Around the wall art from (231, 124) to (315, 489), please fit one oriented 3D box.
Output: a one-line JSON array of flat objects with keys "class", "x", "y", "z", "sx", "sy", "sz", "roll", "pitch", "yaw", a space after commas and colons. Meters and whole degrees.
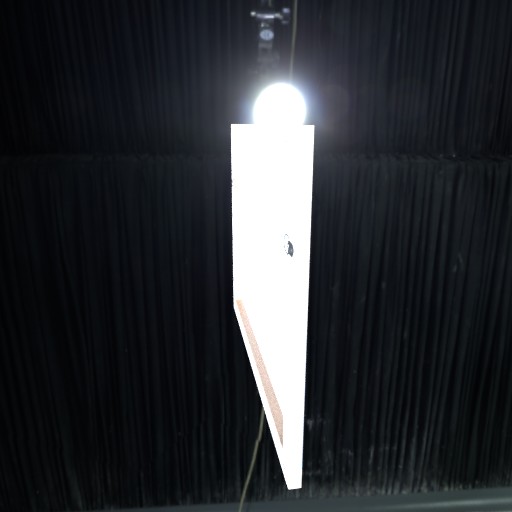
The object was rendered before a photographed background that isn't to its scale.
[{"class": "wall art", "x": 0.000, "y": 0.000, "z": 1.604, "sx": 0.042, "sy": 0.912, "sz": 1.219, "roll": -3, "pitch": 17, "yaw": -9}]
